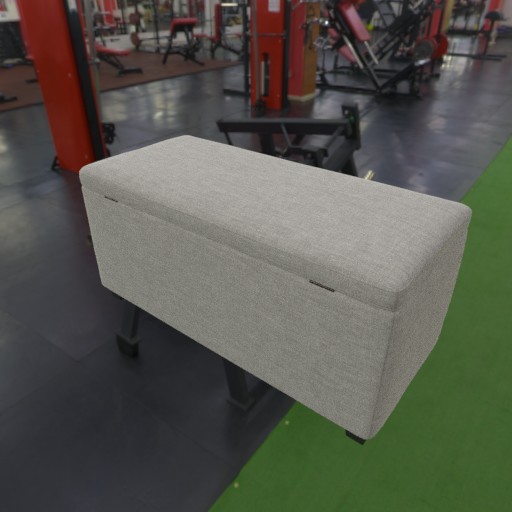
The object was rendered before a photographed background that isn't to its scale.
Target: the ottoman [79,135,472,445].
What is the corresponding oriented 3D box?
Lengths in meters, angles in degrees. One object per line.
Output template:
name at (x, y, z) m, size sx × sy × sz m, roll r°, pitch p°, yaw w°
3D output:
ottoman at (0.000, 0.000, 1.146) m, size 0.902 × 0.432 × 0.419 m, roll 22°, pitch 38°, yaw 32°
